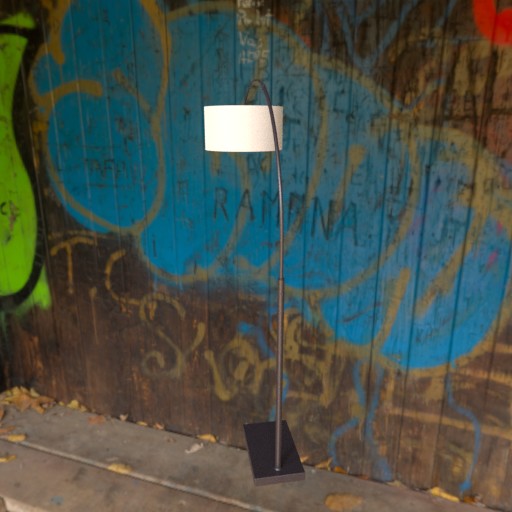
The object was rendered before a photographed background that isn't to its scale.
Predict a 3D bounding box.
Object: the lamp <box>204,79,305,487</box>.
[{"bbox_3d":[0.000,0.000,2.586,0.493,1.927,1.424,-3,17,-9],"label":"lamp"}]
